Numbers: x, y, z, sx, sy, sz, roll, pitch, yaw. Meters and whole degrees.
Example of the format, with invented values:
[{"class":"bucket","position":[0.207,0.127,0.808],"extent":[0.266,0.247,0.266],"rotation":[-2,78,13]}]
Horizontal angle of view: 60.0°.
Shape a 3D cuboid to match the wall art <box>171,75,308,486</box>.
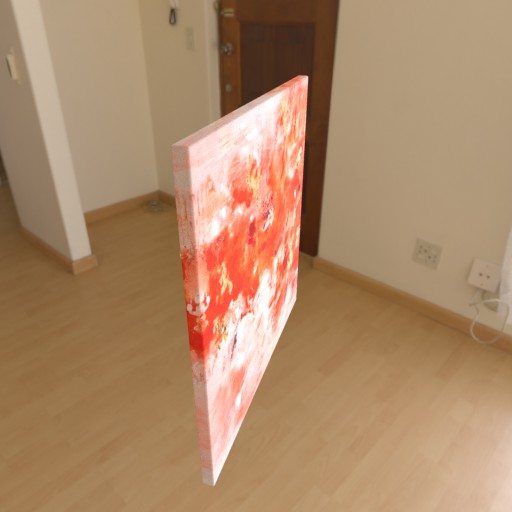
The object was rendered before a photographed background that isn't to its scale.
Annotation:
[{"class":"wall art","position":[0.000,0.000,1.291],"extent":[0.066,0.878,0.878],"rotation":[9,31,16]}]
